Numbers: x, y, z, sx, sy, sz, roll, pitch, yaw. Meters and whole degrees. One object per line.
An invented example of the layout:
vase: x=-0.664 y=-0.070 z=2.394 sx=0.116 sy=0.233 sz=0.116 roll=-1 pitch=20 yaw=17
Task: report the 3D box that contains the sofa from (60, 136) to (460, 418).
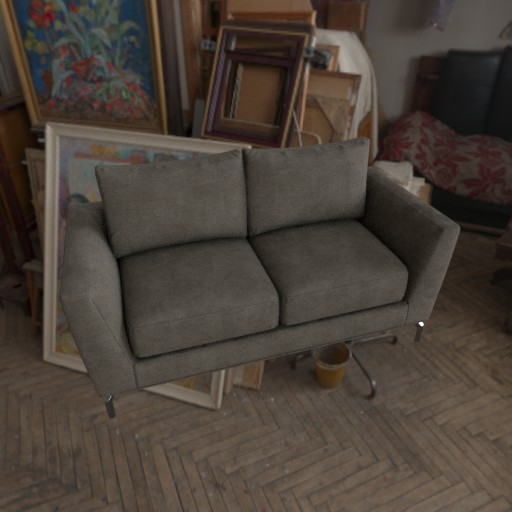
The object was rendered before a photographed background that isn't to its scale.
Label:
sofa: x=0.000 y=0.000 z=2.364 sx=1.832 sy=1.013 sz=0.855 roll=-10 pitch=34 yaw=-15
